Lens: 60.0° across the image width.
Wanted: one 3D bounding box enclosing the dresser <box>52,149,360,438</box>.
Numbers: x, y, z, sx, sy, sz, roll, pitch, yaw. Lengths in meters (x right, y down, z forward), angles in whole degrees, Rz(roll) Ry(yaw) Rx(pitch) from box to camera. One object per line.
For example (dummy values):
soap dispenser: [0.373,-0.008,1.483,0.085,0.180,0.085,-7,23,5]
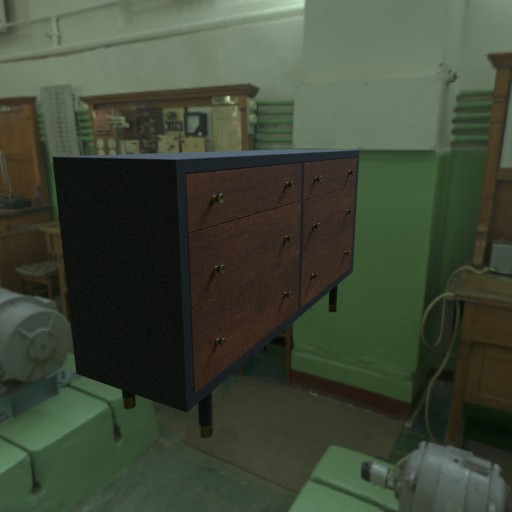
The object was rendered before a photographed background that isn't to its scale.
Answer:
dresser: [0.000,0.000,1.915,0.463,0.872,1.558,8,16,28]
